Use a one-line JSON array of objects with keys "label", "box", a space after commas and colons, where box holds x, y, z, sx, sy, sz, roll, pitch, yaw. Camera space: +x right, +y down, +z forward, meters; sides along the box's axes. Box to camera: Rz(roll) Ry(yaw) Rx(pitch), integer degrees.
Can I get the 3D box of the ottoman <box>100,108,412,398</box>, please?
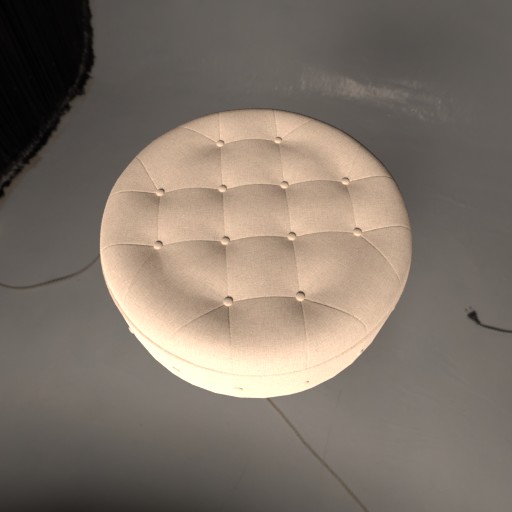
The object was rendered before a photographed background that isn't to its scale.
[{"label": "ottoman", "box": [0.000, 0.000, 1.369, 0.848, 0.494, 0.848, 0, 59, 0]}]
